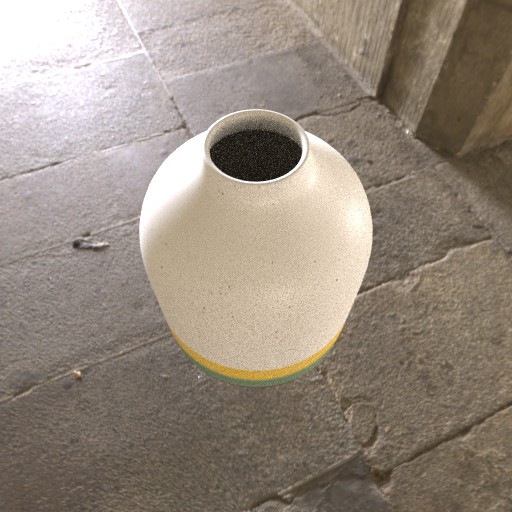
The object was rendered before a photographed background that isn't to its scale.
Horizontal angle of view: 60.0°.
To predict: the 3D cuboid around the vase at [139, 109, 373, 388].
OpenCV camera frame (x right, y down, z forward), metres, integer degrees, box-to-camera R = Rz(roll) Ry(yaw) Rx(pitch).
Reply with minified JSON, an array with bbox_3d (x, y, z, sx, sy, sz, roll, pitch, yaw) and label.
[{"bbox_3d":[0.000,0.000,0.358,0.169,0.240,0.169,0,58,0],"label":"vase"}]
